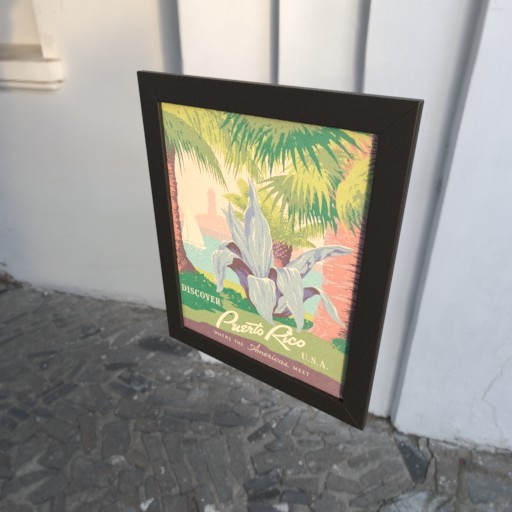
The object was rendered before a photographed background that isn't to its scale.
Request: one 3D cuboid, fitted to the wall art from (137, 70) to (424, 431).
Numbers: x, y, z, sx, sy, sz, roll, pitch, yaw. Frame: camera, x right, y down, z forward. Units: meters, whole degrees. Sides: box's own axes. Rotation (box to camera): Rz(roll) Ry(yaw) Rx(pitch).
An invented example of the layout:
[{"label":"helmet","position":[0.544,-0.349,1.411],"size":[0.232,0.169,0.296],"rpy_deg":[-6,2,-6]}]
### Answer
[{"label":"wall art","position":[0.000,0.000,0.791],"size":[0.481,0.582,0.018],"rpy_deg":[18,35,29]}]
